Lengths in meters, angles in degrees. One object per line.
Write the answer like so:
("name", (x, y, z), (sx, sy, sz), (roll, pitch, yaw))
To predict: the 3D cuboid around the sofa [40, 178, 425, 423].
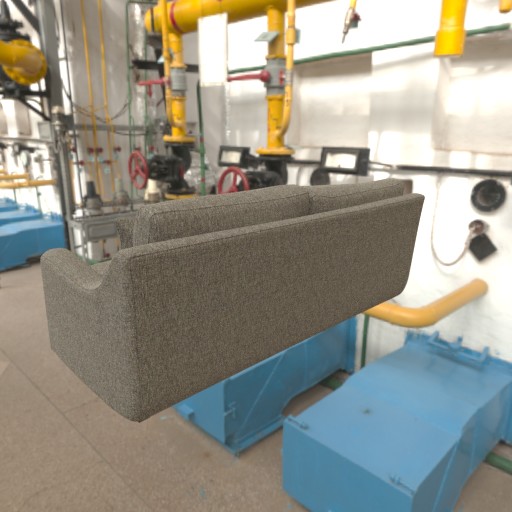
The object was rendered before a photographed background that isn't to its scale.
("sofa", (0.000, 0.000, 2.906), (2.418, 0.998, 1.103), (-15, 21, -42))
